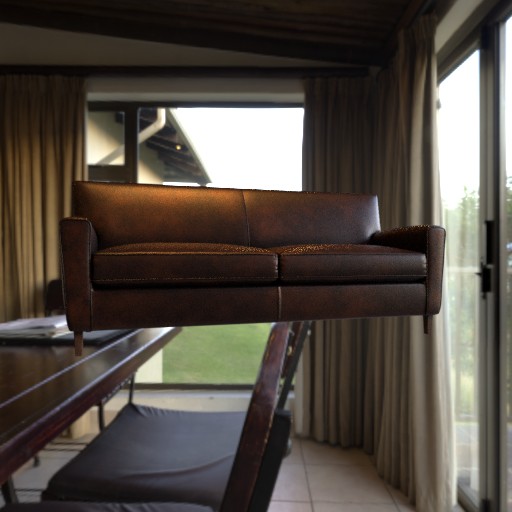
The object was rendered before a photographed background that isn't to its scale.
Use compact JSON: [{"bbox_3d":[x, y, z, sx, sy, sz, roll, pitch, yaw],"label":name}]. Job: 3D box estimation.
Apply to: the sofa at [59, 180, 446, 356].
[{"bbox_3d":[0.000,0.000,2.509,1.995,0.871,0.786,0,0,-17],"label":"sofa"}]
